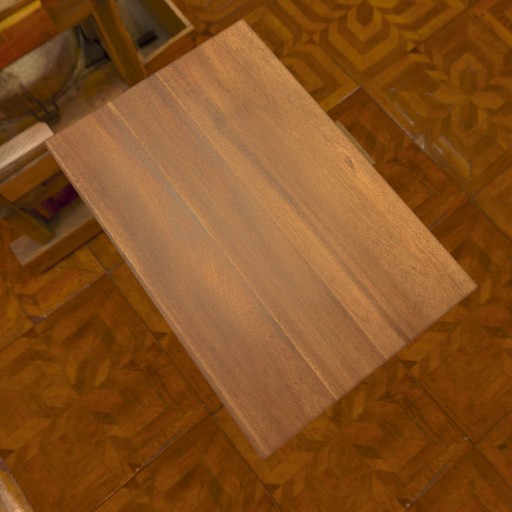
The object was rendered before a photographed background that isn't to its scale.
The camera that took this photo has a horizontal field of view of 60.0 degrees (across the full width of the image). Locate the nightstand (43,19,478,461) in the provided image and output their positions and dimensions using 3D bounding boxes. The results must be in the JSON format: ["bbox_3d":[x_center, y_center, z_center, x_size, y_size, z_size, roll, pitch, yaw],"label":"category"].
[{"bbox_3d":[0.000,0.000,0.996,0.427,0.611,0.605,-36,78,-9],"label":"nightstand"}]
